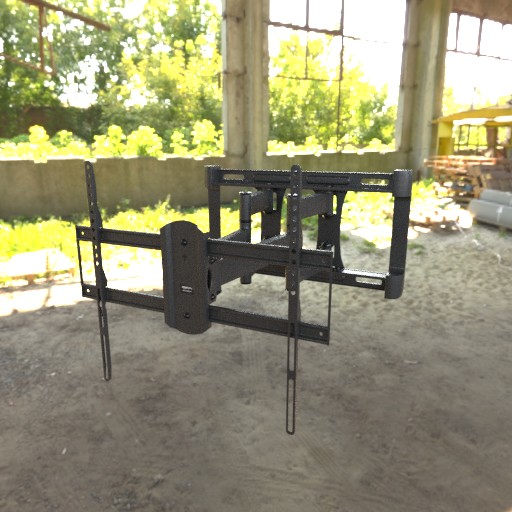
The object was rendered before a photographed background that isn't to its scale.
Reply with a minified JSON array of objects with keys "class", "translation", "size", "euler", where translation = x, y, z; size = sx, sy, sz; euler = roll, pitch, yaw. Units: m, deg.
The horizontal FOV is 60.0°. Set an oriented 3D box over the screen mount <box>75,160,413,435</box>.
[{"class":"screen mount","translation":[0.000,0.000,0.980],"size":[0.571,0.424,0.556],"euler":[7,16,25]}]
